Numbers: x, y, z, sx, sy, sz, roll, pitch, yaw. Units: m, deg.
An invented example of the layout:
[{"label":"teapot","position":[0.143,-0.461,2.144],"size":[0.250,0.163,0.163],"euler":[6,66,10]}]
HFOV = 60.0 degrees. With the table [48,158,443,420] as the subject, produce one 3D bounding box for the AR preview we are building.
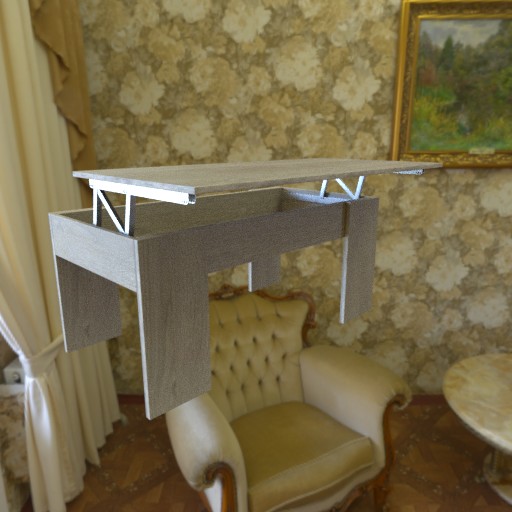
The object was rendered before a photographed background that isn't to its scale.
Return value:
[{"label":"table","position":[0.000,0.000,1.413],"size":[1.000,0.570,0.711],"euler":[-15,21,-43]}]
